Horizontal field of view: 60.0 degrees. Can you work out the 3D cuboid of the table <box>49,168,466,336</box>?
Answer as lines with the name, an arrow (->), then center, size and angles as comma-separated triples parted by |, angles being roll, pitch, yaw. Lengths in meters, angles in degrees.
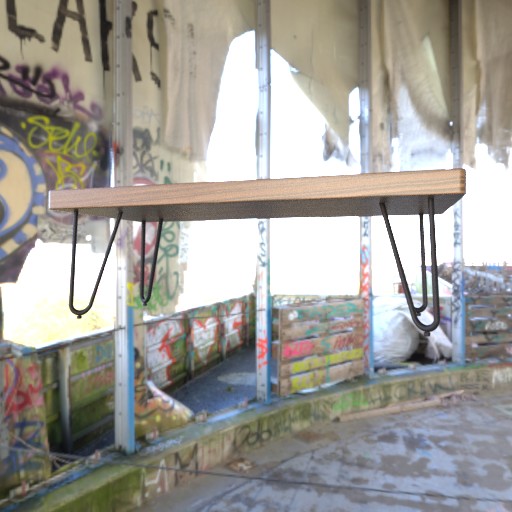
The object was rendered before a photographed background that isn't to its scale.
table -> 0.000, 0.000, 1.682 | 1.375, 0.468, 0.637 | 0, 0, 17
